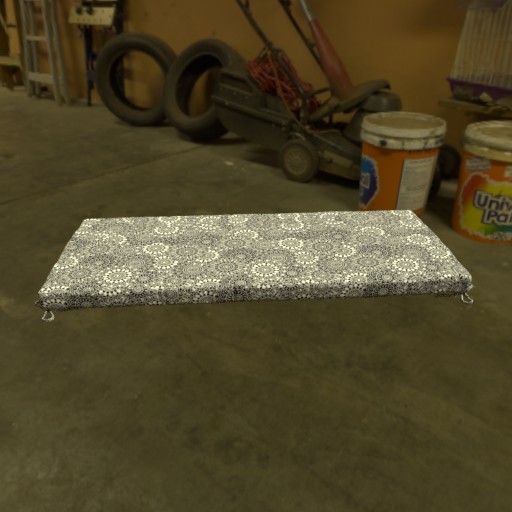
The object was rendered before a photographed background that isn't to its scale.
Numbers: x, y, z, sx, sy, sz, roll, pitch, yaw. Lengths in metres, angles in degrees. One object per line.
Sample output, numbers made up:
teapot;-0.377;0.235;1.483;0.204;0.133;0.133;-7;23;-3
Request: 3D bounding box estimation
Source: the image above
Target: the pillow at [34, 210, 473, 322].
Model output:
pillow;0.000;0.000;1.343;1.187;0.081;0.492;-2;29;-3
